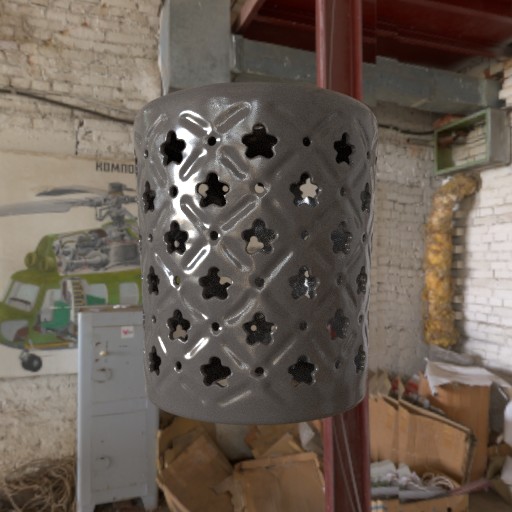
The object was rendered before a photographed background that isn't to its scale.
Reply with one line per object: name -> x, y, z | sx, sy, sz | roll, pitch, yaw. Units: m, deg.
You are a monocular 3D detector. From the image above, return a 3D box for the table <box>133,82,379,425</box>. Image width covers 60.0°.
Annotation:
table -> 0.000, 0.000, 0.653 | 0.352, 0.387, 0.352 | 0, -1, 0
